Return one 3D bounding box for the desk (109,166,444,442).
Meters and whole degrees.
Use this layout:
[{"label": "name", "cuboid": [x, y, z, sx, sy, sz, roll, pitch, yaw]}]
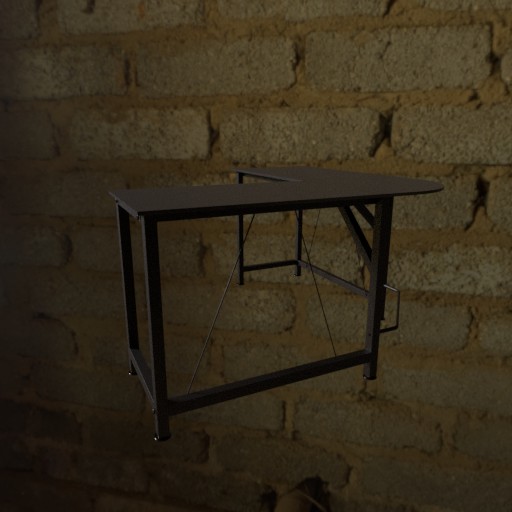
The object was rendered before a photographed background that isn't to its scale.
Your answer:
[{"label": "desk", "cuboid": [0.000, 0.000, 2.219, 1.400, 0.762, 1.400, -7, 17, -25]}]
